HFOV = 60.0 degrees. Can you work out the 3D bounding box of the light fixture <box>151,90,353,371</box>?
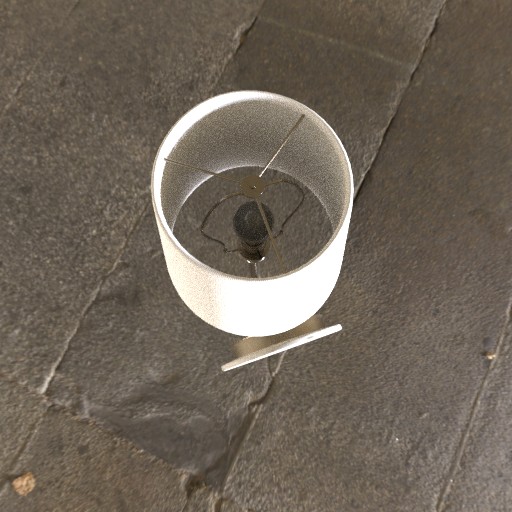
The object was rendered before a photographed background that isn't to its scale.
[{"bbox_3d":[0.000,0.000,0.437,0.168,0.337,0.188,-19,77,-4],"label":"light fixture"}]
